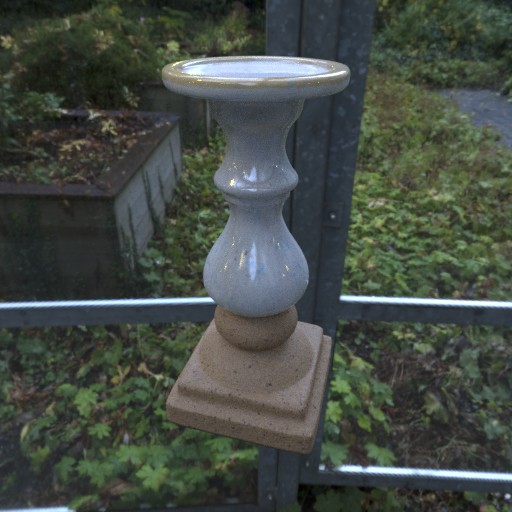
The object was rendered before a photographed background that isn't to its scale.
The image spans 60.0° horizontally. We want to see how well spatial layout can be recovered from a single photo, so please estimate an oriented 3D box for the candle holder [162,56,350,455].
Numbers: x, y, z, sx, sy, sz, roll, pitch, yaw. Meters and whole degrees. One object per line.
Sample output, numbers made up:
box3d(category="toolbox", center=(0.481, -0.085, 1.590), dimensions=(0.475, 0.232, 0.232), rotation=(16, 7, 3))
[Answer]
box3d(category="candle holder", center=(0.000, 0.000, 0.300), dimensions=(0.110, 0.239, 0.110), rotation=(8, 31, 13))
